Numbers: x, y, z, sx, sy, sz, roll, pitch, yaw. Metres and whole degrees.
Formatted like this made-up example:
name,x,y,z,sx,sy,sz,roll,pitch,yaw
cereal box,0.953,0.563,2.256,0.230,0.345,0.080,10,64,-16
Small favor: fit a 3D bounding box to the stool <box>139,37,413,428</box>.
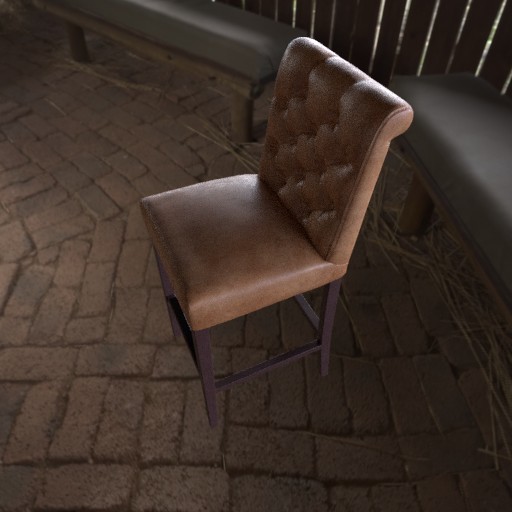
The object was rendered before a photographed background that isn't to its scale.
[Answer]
name,x,y,z,sx,sy,sz,roll,pitch,yaw
stool,0.000,0.000,1.436,0.601,1.140,0.493,-19,49,-17
